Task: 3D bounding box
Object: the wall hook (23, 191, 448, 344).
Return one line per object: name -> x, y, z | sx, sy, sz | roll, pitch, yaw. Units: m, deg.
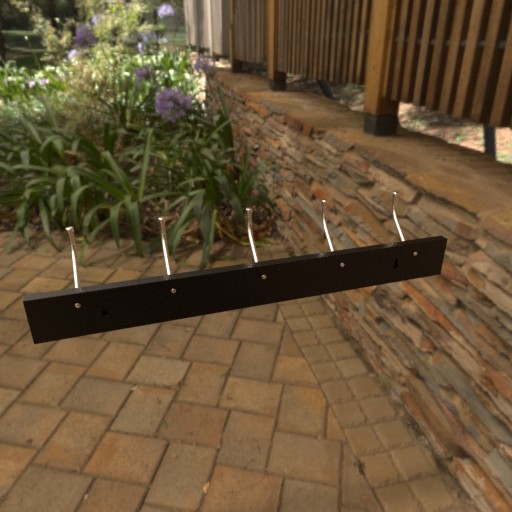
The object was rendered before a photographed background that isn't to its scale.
wall hook -> 0.000, 0.000, 0.606 | 0.571, 0.117, 0.071 | -8, 27, -16
